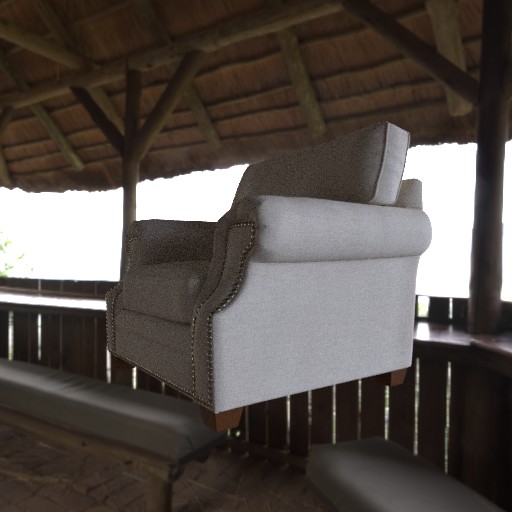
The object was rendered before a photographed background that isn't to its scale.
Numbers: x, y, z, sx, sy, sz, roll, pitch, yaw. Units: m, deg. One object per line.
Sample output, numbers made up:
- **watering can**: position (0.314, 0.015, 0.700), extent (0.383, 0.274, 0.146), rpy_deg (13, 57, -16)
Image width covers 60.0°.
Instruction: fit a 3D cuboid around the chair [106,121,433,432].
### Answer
- **chair**: position (0.000, 0.000, 1.817), extent (0.965, 0.961, 1.092), rpy_deg (0, 0, -35)
